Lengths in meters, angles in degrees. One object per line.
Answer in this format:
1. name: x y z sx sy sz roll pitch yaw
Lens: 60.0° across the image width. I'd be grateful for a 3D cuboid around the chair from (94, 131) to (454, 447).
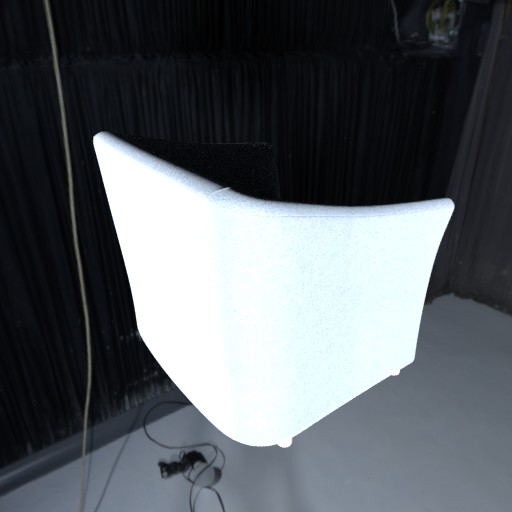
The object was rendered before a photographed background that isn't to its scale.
1. chair: 0.000 0.000 1.320 0.700 0.720 0.790 -19 33 -32
